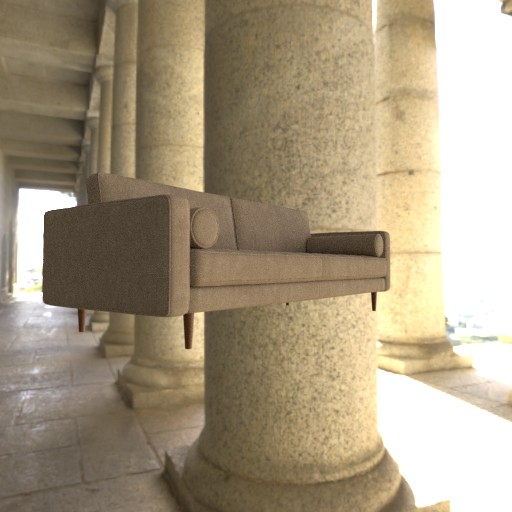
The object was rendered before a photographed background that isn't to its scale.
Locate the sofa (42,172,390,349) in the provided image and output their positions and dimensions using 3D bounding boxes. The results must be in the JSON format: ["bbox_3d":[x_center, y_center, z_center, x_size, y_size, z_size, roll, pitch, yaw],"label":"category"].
[{"bbox_3d":[0.000,0.000,2.698,0.919,0.770,2.200,-1,-2,37],"label":"sofa"}]
